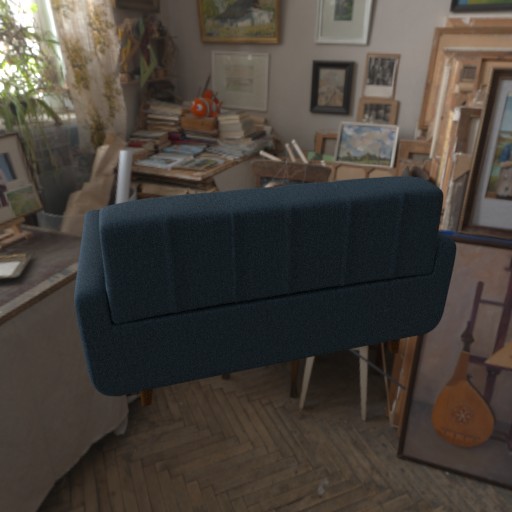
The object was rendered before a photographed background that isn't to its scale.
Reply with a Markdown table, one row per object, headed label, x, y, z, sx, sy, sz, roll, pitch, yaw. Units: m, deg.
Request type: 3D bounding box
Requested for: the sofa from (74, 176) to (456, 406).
| label | x | y | z | sx | sy | sz | roll | pitch | yaw |
| --- | --- | --- | --- | --- | --- | --- | --- | --- | --- |
| sofa | 0.000 | 0.000 | 2.257 | 1.651 | 0.896 | 0.942 | -8 | 27 | -15 |
